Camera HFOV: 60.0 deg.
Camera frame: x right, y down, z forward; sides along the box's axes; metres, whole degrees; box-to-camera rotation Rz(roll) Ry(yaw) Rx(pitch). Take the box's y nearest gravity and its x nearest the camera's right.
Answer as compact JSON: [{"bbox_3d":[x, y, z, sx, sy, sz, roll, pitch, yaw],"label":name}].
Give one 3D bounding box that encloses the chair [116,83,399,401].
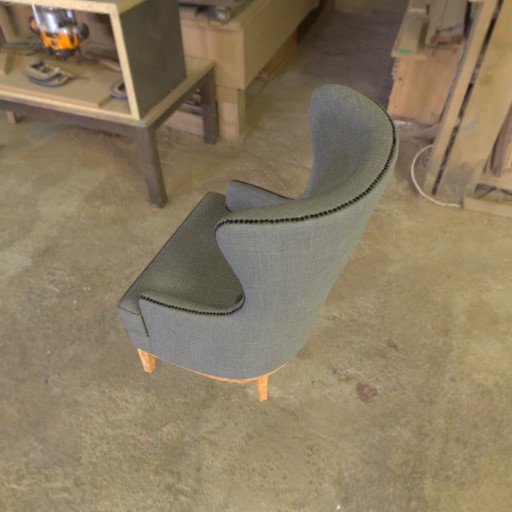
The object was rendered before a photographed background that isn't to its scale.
[{"bbox_3d":[0.000,0.000,1.823,0.883,1.176,0.864,17,49,16],"label":"chair"}]
